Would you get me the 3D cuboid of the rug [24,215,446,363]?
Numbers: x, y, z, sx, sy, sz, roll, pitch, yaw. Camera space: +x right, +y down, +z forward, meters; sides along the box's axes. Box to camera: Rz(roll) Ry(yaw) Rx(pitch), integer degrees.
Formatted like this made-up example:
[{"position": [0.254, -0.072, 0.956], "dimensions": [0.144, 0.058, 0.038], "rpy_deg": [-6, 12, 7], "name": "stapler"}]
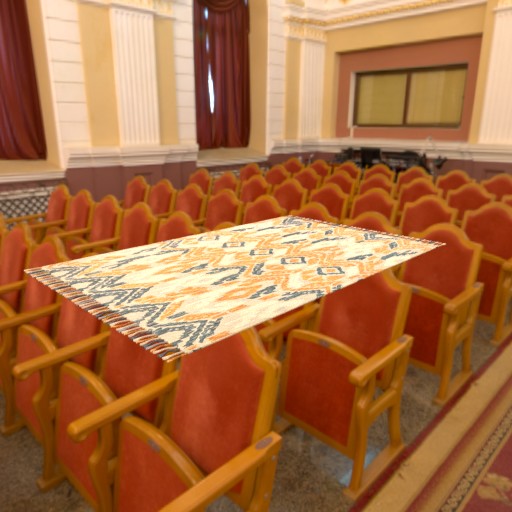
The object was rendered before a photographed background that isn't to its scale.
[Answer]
[{"position": [0.000, 0.000, 2.961], "dimensions": [2.428, 0.010, 1.533], "rpy_deg": [-16, 23, -43], "name": "rug"}]
